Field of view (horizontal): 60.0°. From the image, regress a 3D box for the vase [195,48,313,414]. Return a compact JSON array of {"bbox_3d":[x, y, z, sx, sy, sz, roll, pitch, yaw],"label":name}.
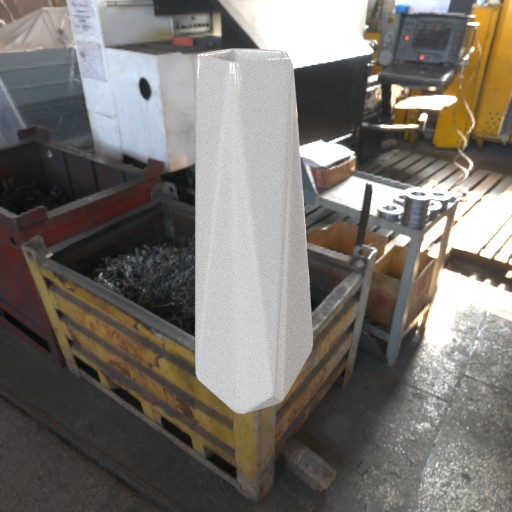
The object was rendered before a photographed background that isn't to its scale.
[{"bbox_3d":[0.000,0.000,0.394,0.116,0.329,0.122,-1,32,-1],"label":"vase"}]
